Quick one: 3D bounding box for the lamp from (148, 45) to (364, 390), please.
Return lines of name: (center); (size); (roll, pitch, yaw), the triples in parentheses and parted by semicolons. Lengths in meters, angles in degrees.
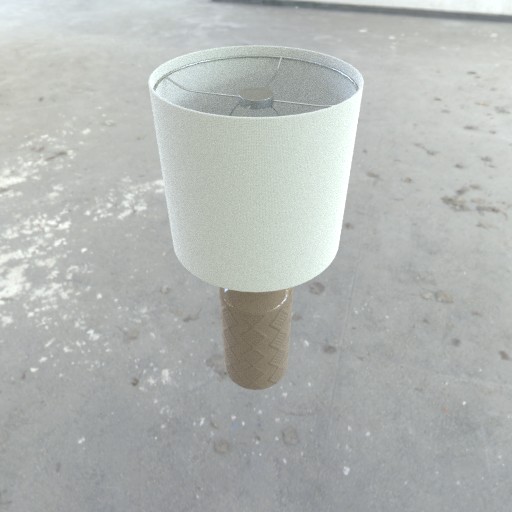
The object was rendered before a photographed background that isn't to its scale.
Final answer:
lamp: (0.000, 0.000, 0.580); (0.207, 0.461, 0.207); (11, 41, 13)
